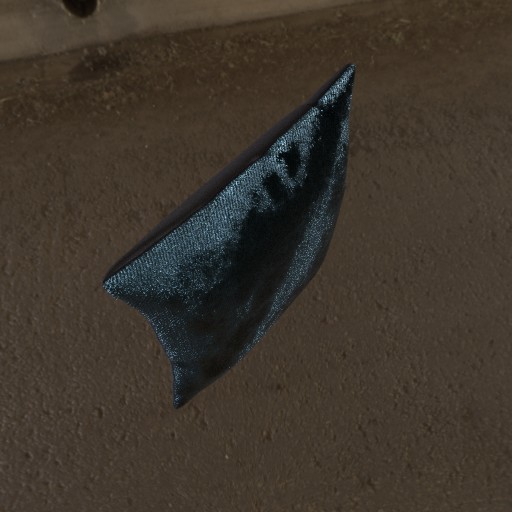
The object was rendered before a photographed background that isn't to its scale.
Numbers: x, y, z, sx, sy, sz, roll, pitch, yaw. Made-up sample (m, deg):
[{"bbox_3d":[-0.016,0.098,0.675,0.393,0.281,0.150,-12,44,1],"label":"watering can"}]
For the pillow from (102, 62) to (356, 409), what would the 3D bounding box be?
[{"bbox_3d":[0.000,0.000,0.661,0.138,0.430,0.436,35,63,20],"label":"pillow"}]
